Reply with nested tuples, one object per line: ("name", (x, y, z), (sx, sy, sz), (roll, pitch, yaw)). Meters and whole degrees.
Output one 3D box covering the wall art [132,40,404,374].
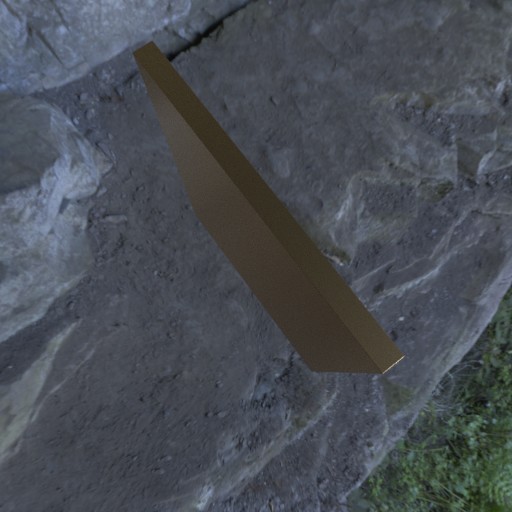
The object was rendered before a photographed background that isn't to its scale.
("wall art", (0.000, 0.000, 1.011), (0.038, 0.762, 0.610), (-35, 78, -8))
